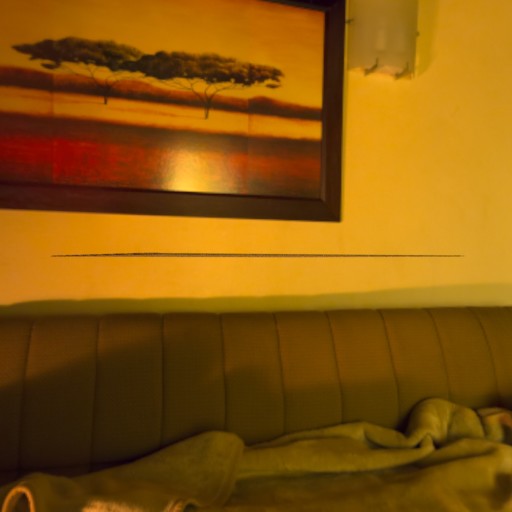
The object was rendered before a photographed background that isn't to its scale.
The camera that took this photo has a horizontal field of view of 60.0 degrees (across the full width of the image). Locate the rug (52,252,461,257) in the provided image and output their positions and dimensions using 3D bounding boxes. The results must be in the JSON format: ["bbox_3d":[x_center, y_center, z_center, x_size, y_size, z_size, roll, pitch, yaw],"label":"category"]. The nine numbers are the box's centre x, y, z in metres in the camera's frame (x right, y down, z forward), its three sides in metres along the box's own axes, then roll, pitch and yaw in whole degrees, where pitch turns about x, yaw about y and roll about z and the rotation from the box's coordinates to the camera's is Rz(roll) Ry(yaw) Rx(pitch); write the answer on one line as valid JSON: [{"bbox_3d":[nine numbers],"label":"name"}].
[{"bbox_3d":[0.000,0.000,3.501,2.651,0.010,1.971,0,0,-36],"label":"rug"}]
